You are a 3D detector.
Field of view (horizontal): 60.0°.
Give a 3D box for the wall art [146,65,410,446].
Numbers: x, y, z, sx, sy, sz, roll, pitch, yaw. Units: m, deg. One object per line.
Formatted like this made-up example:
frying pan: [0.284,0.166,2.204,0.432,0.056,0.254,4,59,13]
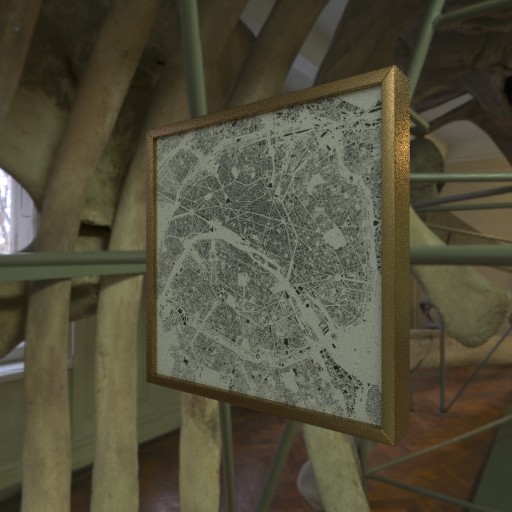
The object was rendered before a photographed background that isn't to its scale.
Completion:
wall art: [0.000,0.000,0.459,0.305,0.305,0.037,0,0,37]
